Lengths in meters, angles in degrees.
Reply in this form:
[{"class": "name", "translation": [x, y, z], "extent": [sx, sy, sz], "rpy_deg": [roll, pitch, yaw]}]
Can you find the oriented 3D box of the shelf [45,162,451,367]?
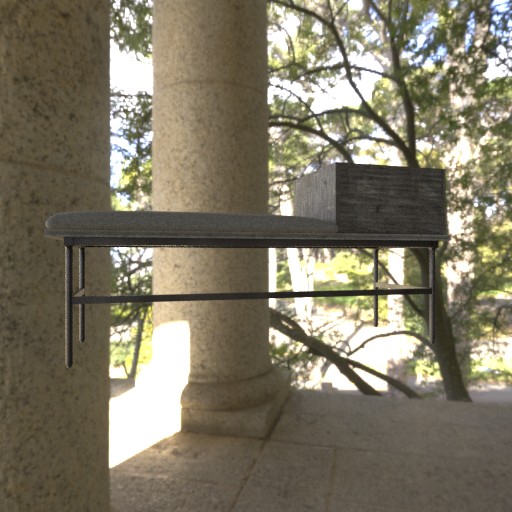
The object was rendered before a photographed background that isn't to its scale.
[{"class": "shelf", "translation": [0.000, 0.000, 1.618], "extent": [1.342, 0.633, 0.457], "rpy_deg": [0, 0, -16]}]
